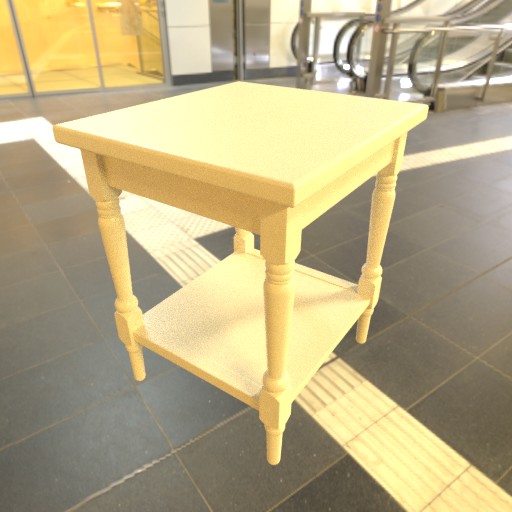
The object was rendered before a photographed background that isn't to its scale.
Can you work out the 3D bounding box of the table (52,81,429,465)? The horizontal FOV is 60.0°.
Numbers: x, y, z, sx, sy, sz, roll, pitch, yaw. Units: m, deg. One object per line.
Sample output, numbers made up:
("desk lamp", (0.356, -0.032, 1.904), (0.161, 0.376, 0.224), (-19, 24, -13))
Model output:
("table", (0.000, 0.000, 0.901), (0.442, 0.565, 0.488), (20, 36, 29))
